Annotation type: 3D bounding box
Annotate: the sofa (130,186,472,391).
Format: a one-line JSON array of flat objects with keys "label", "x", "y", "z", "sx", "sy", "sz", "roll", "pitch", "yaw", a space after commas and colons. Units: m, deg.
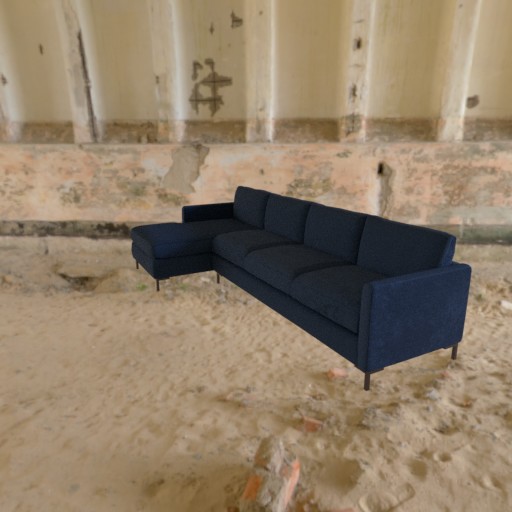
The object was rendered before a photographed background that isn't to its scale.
[{"label": "sofa", "x": 0.000, "y": 0.000, "z": 2.975, "sx": 1.128, "sy": 0.679, "sz": 2.450, "roll": -8, "pitch": 18, "yaw": -27}]
